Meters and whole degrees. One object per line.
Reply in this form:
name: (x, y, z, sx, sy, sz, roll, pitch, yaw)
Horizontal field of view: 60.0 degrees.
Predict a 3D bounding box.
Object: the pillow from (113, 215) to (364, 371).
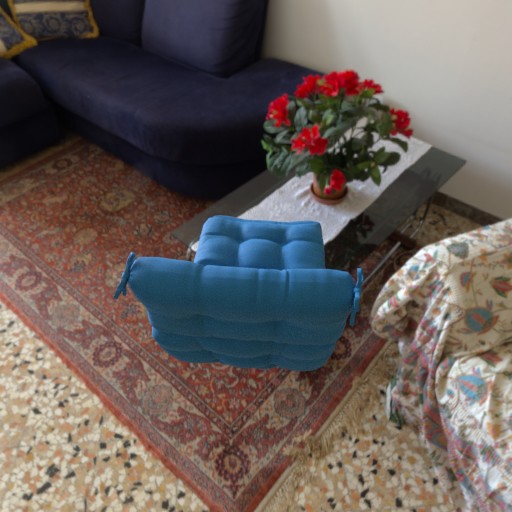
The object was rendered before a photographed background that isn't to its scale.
pillow: (0.000, 0.000, 1.507, 0.526, 0.863, 1.016, 4, 47, 4)
